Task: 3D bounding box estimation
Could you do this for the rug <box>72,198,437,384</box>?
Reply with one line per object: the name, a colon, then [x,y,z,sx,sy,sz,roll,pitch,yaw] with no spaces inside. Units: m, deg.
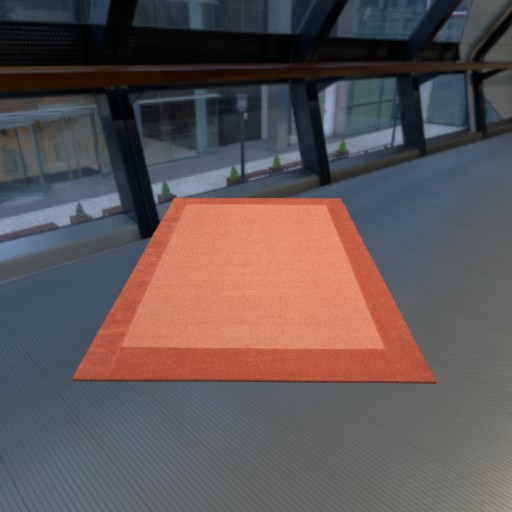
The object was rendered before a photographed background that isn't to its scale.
rug: [0.000,0.000,2.945,1.524,0.014,2.438,0,25,0]
